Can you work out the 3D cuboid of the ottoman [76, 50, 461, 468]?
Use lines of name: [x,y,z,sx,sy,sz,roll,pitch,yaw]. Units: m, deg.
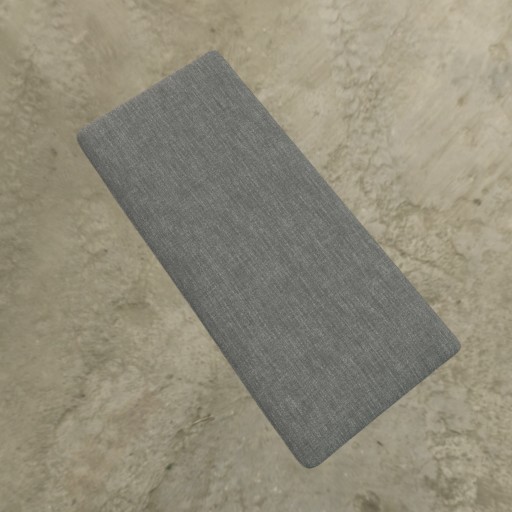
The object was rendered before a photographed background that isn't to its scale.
ottoman: [0.000,0.000,1.132,0.419,0.432,0.902,-35,78,-9]
